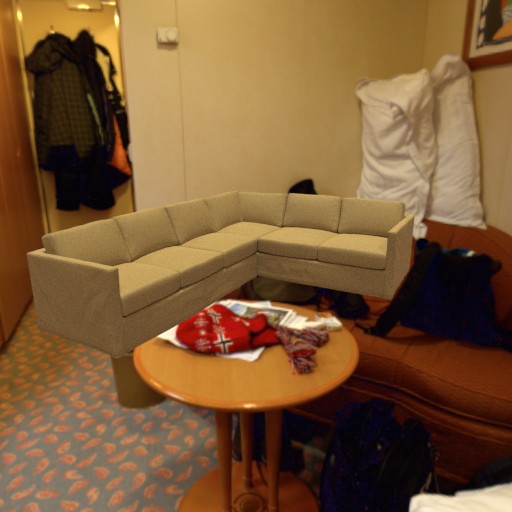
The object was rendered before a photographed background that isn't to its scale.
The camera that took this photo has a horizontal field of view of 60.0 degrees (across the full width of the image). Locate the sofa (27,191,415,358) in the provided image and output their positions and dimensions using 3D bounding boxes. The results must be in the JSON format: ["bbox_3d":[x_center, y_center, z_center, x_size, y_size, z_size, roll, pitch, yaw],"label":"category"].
[{"bbox_3d":[0.000,0.000,4.350,2.432,0.871,3.182,9,18,27],"label":"sofa"}]
